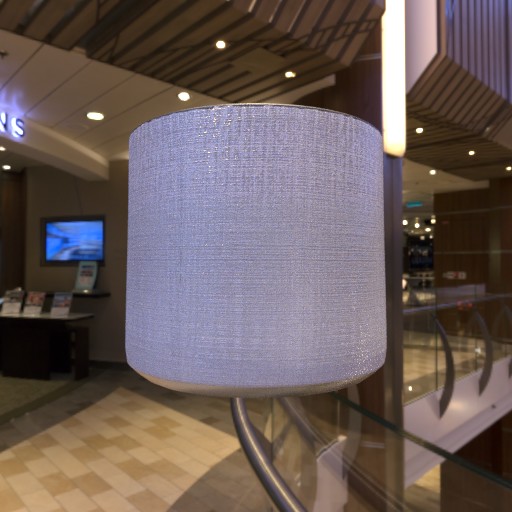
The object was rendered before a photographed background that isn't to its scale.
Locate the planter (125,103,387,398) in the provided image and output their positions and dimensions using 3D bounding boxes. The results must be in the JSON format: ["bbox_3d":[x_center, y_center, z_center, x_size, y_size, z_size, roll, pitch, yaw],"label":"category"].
[{"bbox_3d":[0.000,0.000,0.223,0.125,0.112,0.125,0,-1,0],"label":"planter"}]
